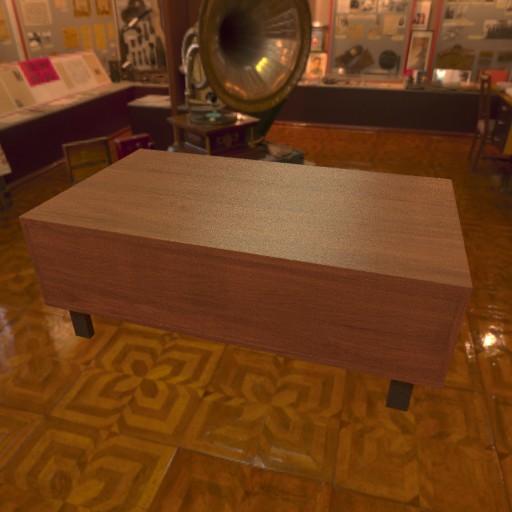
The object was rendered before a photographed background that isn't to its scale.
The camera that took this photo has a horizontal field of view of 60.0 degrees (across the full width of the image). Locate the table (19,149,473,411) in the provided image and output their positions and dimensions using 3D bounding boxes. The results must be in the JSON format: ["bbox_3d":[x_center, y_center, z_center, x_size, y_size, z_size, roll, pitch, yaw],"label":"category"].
[{"bbox_3d":[0.000,0.000,1.288,1.020,0.380,0.600,9,32,15],"label":"table"}]
